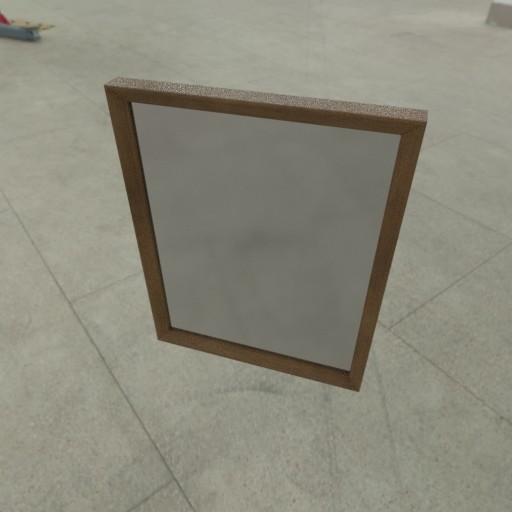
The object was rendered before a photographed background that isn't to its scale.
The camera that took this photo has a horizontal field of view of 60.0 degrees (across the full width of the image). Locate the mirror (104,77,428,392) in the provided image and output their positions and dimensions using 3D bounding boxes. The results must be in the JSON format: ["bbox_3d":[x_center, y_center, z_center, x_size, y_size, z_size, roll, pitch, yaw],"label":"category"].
[{"bbox_3d":[0.000,0.000,0.707,0.406,0.509,0.041,11,40,14],"label":"mirror"}]
